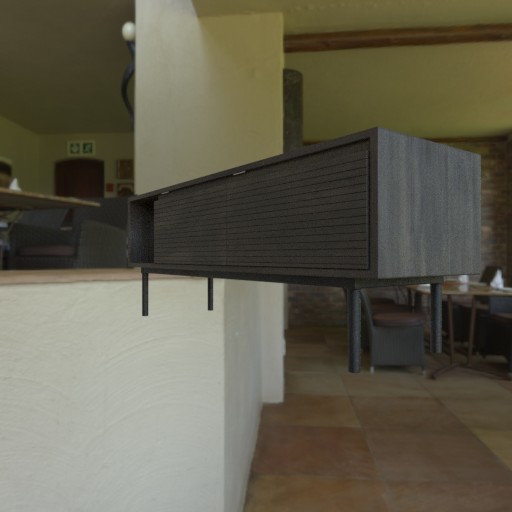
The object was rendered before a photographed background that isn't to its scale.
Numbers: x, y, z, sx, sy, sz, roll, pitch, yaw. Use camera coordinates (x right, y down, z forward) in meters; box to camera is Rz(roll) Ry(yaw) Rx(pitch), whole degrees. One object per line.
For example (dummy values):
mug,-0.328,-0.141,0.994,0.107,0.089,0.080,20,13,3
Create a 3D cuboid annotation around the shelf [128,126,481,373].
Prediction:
shelf,0.000,0.000,1.482,0.400,0.495,1.300,0,0,-37
